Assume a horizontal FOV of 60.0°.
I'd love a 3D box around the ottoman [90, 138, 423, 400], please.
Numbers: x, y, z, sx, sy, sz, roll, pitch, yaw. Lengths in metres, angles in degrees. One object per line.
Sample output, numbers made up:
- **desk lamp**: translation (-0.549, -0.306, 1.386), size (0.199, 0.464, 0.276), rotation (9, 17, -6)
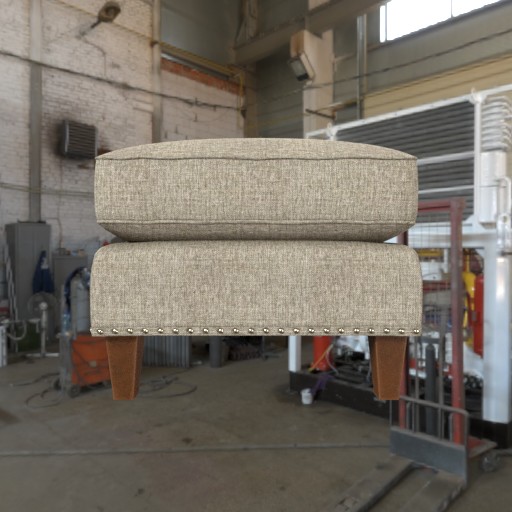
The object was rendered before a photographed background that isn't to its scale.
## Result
- **ottoman**: translation (0.000, 0.000, 1.129), size (0.584, 0.513, 0.741), rotation (0, 1, 0)
